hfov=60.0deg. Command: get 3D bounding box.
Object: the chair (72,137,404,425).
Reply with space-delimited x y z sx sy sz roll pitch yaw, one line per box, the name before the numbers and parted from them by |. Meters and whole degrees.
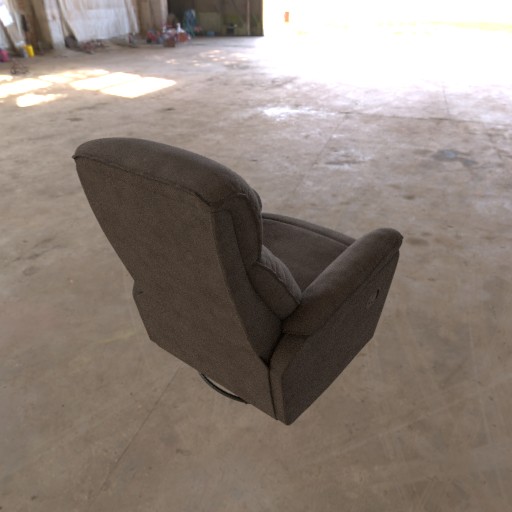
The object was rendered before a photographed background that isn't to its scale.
chair | 0.000 0.000 1.669 0.830 1.036 1.009 22 37 32
